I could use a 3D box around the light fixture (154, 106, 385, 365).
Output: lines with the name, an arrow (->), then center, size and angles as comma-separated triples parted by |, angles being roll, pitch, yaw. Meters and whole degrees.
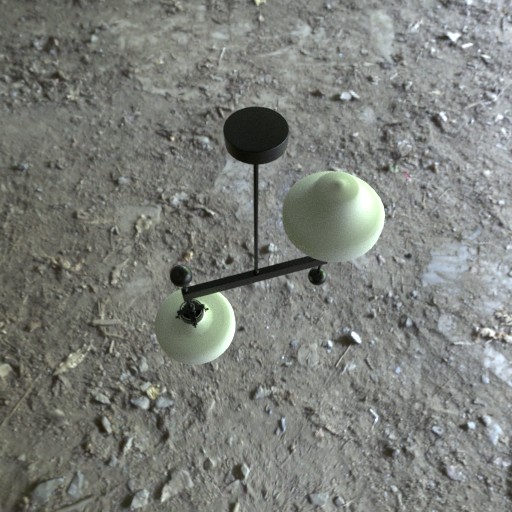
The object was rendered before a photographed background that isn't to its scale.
light fixture -> 0.000, 0.000, 1.000 | 0.422, 0.743, 0.489 | 32, 63, 18
